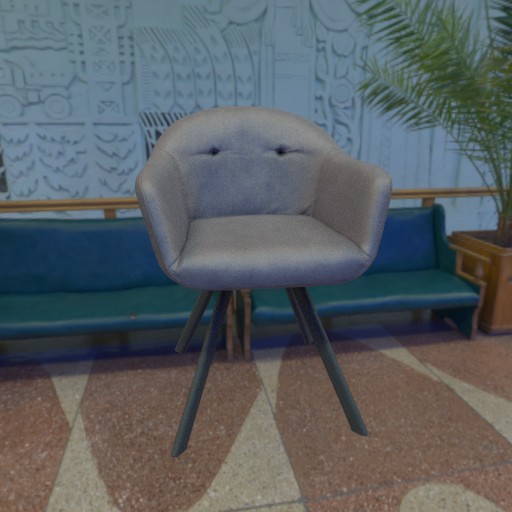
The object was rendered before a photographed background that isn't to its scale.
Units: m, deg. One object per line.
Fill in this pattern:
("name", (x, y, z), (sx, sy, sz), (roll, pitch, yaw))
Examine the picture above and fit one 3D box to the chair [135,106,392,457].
("chair", (0.000, 0.000, 1.195), (0.567, 0.781, 0.544), (-3, 17, -8))
